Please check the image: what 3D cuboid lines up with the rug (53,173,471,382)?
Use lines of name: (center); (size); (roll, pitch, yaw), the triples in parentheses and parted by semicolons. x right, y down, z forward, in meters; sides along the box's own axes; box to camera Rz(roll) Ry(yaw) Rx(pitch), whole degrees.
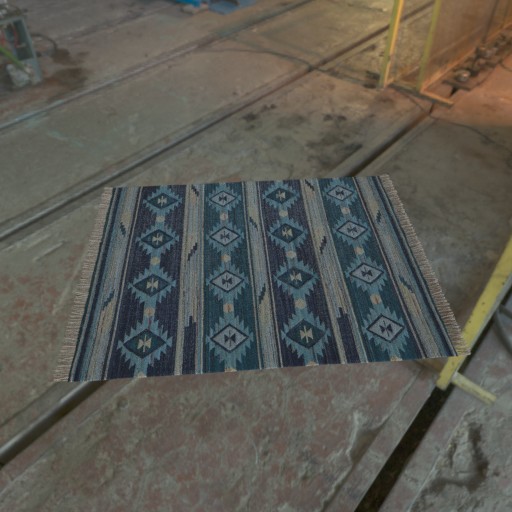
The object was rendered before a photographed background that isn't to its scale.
rug: (0.000, 0.000, 4.281); (3.307, 0.047, 2.418); (-3, 46, -3)
